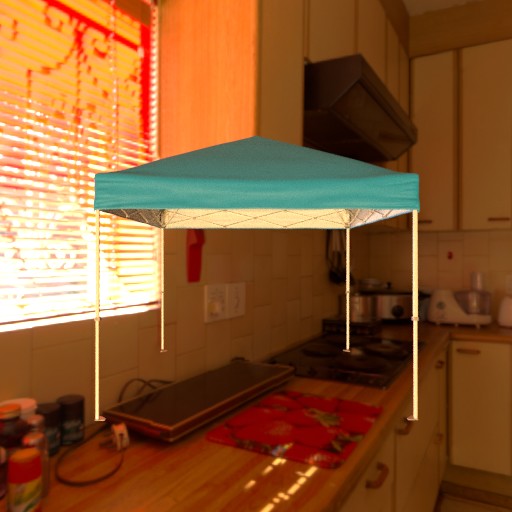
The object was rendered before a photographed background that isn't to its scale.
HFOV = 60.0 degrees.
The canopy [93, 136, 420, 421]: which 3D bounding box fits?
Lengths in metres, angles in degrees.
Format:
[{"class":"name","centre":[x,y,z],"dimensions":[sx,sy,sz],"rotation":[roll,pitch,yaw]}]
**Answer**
[{"class":"canopy","centre":[0.000,0.000,5.530],"dimensions":[2.998,2.997,2.996],"rotation":[0,0,0]}]
